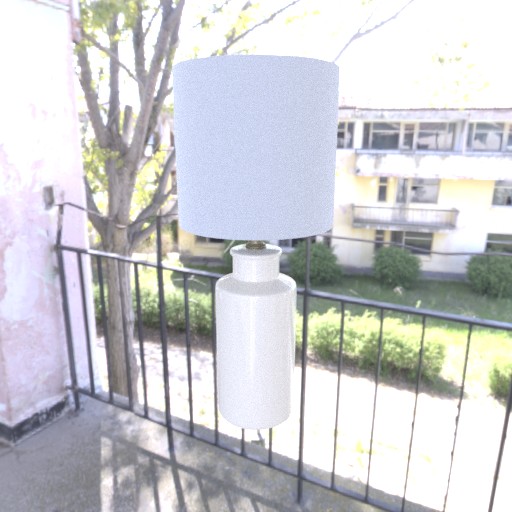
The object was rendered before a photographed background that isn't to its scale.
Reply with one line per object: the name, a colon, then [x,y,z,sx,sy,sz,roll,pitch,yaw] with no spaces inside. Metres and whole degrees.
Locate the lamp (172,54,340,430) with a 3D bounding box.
lamp: [0.000,0.000,0.629,0.212,0.493,0.212,7,16,26]
